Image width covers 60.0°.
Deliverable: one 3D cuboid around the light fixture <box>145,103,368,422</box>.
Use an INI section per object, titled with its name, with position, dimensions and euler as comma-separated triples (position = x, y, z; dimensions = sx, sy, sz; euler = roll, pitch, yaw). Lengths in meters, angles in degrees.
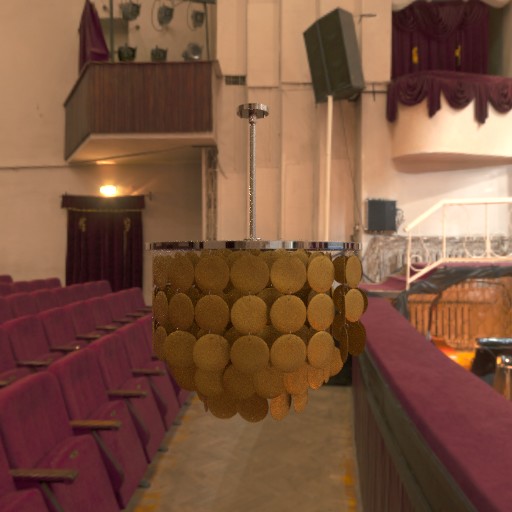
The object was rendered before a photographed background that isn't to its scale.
[light fixture]
position = 0.000, 0.000, 0.742
dimensions = 0.368, 0.492, 0.368
euler = 0, 0, 0
